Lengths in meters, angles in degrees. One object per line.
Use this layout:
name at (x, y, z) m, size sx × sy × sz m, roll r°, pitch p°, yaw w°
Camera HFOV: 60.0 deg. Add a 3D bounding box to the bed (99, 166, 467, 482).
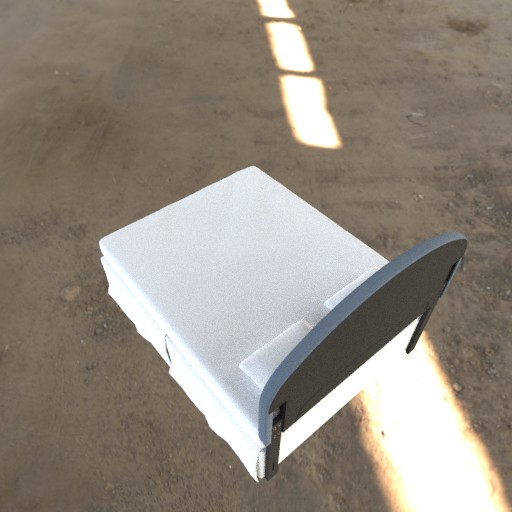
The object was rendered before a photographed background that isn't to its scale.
bed at (0.000, 0.000, 3.027) m, size 1.607 × 1.410 × 2.005 m, roll -31°, pitch 54°, yaw -26°
